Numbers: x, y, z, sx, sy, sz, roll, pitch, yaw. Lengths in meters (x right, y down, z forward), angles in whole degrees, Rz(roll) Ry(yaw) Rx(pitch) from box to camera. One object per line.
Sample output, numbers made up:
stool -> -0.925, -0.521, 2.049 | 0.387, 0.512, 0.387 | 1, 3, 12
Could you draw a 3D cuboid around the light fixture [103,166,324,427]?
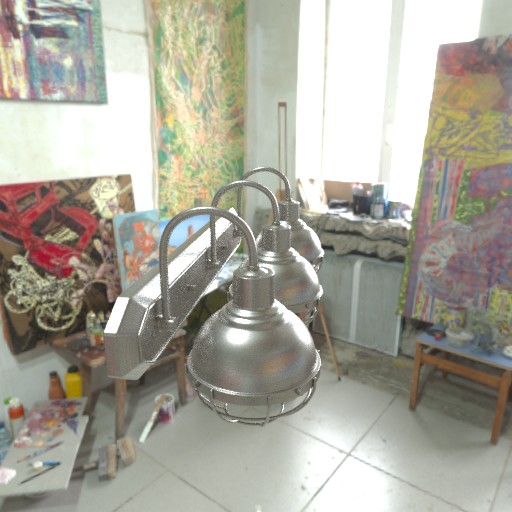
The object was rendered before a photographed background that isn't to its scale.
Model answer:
light fixture -> 0.000, 0.000, 0.749 | 0.229, 0.254, 0.634 | 3, 17, 8
